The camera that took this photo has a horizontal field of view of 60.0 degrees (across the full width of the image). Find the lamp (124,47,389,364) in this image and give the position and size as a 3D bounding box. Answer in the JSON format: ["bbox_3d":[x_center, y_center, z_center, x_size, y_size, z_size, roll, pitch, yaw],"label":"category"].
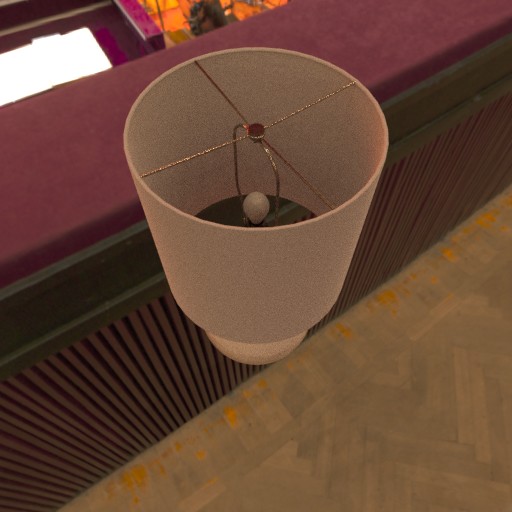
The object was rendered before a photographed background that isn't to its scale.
[{"bbox_3d":[0.000,0.000,0.536,0.217,0.404,0.217,-29,62,-17],"label":"lamp"}]
